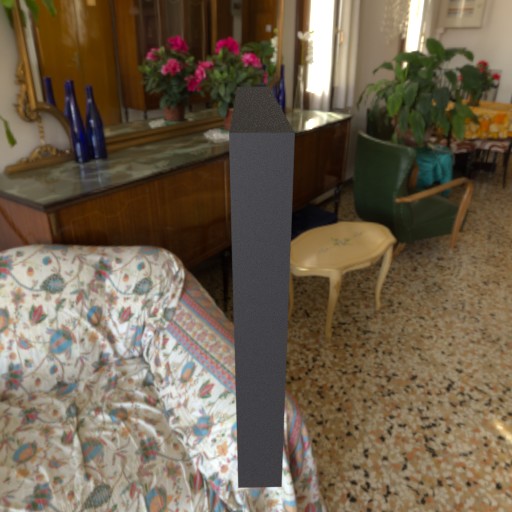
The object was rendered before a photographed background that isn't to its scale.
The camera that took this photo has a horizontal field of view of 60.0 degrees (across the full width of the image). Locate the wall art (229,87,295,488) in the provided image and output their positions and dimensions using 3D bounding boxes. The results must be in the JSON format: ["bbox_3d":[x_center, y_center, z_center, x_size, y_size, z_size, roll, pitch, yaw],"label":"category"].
[{"bbox_3d":[0.000,0.000,0.459,0.038,0.304,0.304,-1,26,-1],"label":"wall art"}]
